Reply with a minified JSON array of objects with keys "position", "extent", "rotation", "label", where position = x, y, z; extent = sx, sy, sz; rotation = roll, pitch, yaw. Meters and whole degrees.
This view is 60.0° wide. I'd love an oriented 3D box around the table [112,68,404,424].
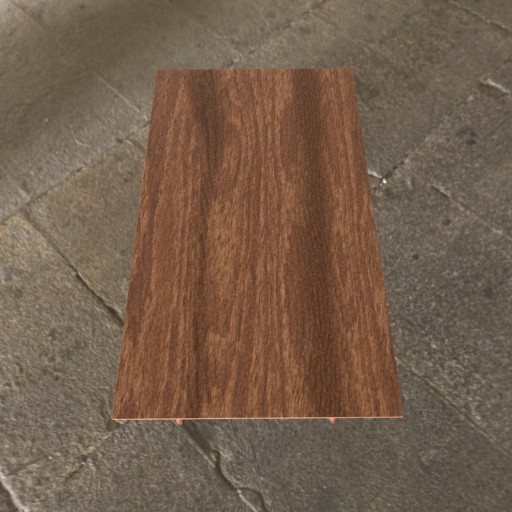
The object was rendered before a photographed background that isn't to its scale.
[{"position":[0.000,0.000,1.838],"extent":[0.801,0.724,1.349],"rotation":[0,64,0],"label":"table"}]
